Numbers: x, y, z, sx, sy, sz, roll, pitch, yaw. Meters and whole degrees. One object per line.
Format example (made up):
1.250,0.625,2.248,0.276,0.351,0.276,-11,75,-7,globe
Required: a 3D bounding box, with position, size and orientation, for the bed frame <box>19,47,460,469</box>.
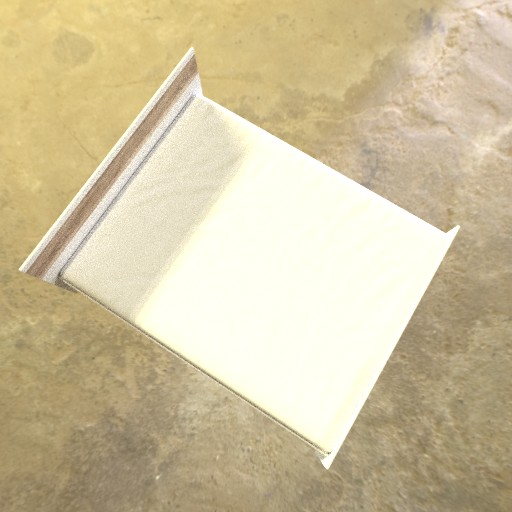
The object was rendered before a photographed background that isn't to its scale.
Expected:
0.000,0.000,2.911,2.060,0.800,1.720,31,78,7,bed frame
